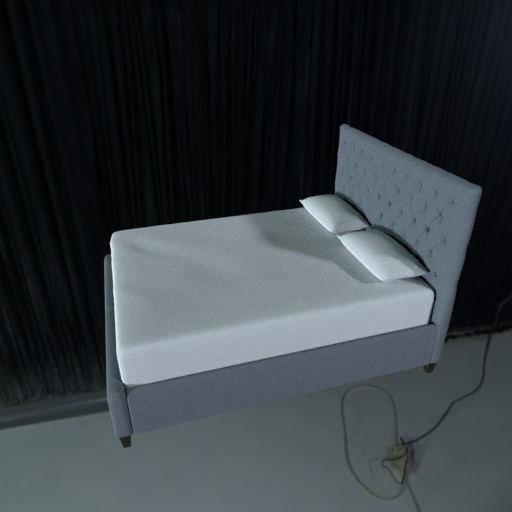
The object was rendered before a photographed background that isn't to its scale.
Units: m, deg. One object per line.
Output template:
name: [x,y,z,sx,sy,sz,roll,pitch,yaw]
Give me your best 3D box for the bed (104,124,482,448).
bed: [0.000,0.000,3.274,2.231,1.427,1.698,-9,30,-15]
